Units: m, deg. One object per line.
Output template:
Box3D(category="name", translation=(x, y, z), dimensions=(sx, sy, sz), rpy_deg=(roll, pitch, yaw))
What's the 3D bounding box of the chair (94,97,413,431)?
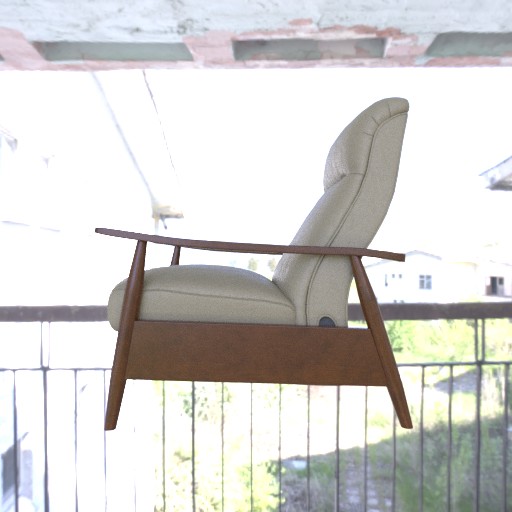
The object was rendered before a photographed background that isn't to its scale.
Box3D(category="chair", translation=(0.000, 0.000, 1.745), dimensions=(1.014, 1.082, 0.762), rpy_deg=(0, 0, -1))
